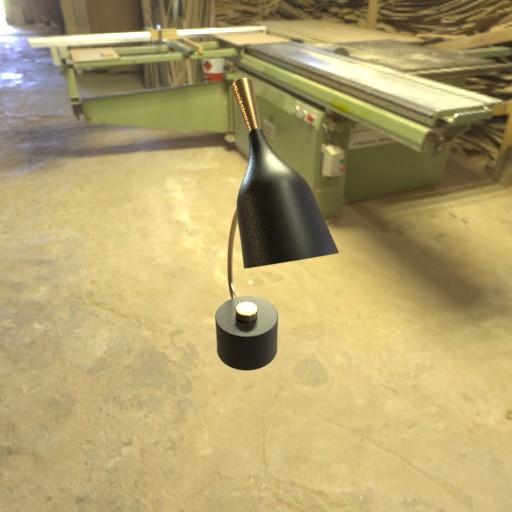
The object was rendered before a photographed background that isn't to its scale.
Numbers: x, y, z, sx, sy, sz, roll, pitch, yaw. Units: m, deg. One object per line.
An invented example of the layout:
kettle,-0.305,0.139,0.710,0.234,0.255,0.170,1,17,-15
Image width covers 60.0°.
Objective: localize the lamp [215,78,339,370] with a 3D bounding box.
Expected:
lamp,0.000,0.000,0.636,0.110,0.464,0.352,-9,34,-14
